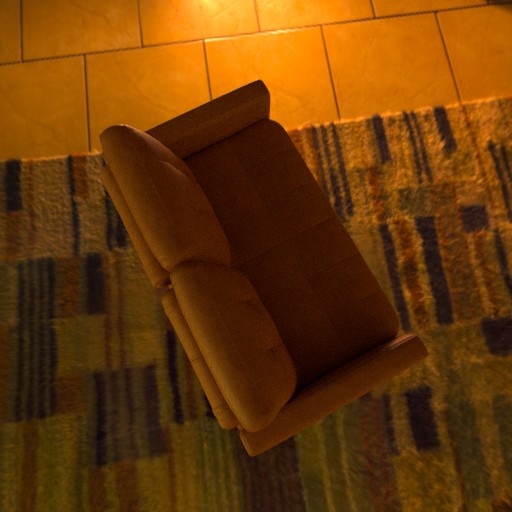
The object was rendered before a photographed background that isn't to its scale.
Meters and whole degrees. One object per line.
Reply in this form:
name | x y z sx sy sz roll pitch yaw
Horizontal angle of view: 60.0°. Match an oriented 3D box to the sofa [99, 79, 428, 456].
sofa | 0.000 0.000 1.960 0.868 0.898 1.430 -27 78 -6
